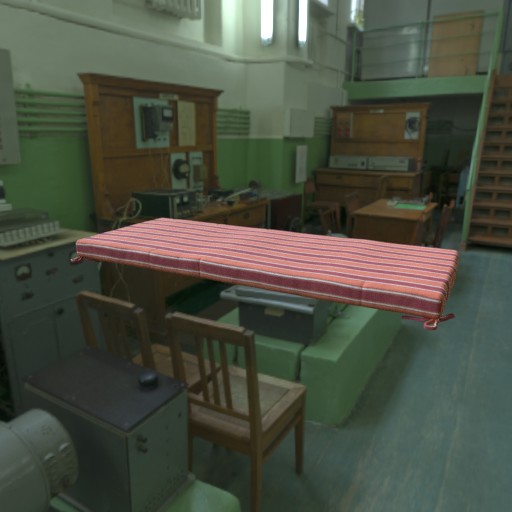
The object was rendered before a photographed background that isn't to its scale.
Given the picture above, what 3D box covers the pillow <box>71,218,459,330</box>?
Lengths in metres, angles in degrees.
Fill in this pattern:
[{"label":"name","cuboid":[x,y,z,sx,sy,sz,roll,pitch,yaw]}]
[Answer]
[{"label":"pillow","cuboid":[0.000,0.000,1.399,1.187,0.081,0.492,8,18,26]}]
